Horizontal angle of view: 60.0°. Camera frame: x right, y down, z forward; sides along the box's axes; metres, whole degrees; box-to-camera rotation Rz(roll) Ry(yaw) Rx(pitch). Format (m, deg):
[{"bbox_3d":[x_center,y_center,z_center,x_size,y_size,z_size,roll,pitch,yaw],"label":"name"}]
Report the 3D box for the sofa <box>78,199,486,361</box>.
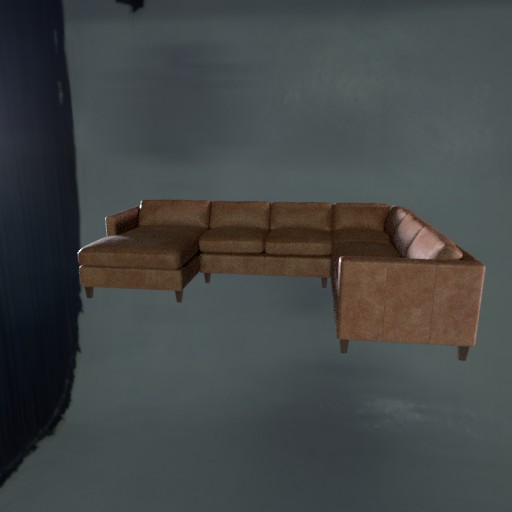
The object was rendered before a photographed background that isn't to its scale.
[{"bbox_3d":[0.000,0.000,4.376,3.401,0.832,2.430,2,14,8],"label":"sofa"}]
